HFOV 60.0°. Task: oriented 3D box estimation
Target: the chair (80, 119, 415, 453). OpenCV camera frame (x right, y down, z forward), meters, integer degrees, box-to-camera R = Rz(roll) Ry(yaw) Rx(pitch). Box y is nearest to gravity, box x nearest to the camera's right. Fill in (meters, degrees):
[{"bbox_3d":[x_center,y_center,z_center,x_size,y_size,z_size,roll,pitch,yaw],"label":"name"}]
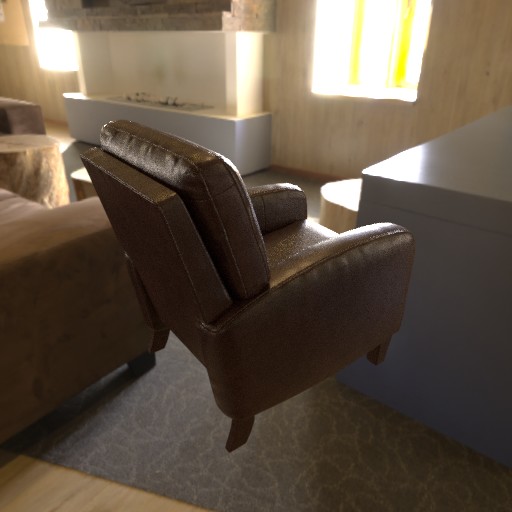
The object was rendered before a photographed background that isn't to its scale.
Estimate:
[{"bbox_3d":[0.000,0.000,1.661,0.990,0.990,0.762,-18,32,-32],"label":"chair"}]
